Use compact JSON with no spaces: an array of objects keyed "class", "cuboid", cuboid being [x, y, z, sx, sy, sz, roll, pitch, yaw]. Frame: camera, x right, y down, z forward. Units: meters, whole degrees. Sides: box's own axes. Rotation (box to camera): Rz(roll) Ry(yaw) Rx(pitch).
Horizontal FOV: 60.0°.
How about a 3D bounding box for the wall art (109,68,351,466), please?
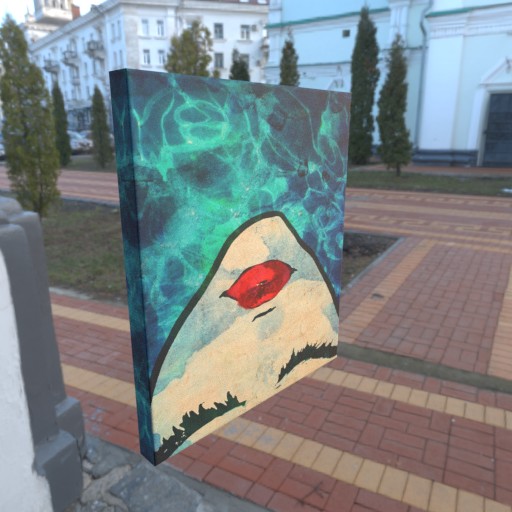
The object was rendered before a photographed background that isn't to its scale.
[{"class":"wall art","cuboid":[0.000,0.000,0.700,0.038,0.508,0.432,15,21,43]}]
